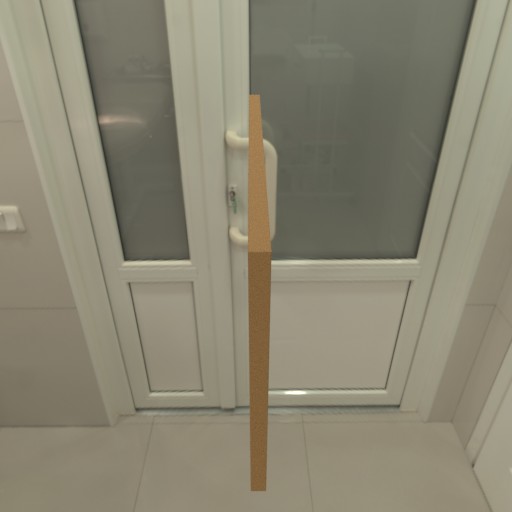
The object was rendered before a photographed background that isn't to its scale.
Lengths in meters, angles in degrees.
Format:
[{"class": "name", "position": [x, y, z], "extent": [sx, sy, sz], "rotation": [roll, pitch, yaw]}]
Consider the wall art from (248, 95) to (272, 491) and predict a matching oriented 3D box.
[{"class": "wall art", "position": [0.000, 0.000, 1.169], "extent": [0.033, 0.608, 0.915], "rotation": [0, 33, -1]}]
